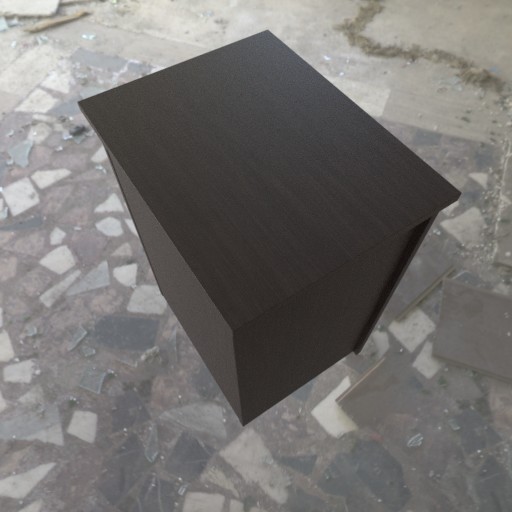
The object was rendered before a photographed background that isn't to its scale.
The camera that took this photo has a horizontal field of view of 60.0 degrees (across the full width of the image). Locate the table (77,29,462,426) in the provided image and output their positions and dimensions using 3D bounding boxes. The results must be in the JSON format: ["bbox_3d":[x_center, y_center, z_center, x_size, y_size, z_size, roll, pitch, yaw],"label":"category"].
[{"bbox_3d":[0.000,0.000,0.937,0.381,0.635,0.480,-29,62,-17],"label":"table"}]
